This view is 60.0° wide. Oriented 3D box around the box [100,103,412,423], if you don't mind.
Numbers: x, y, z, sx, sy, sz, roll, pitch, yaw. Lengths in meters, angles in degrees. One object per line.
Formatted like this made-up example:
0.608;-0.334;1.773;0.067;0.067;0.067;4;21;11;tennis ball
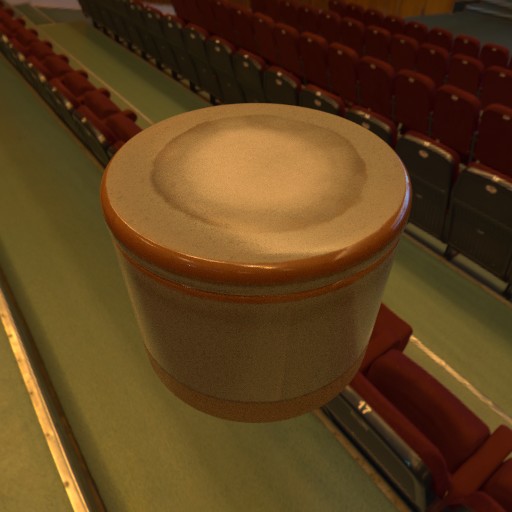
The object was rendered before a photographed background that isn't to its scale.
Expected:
0.000;0.000;0.210;0.123;0.100;0.123;0;42;0;box
